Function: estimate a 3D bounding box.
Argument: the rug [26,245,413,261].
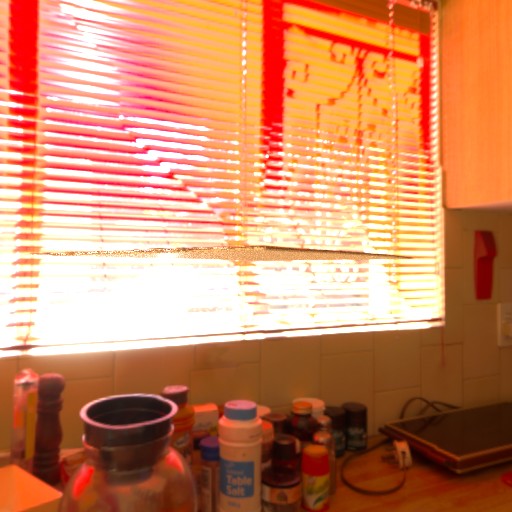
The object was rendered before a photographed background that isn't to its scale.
[{"bbox_3d":[0.000,0.000,3.242,1.664,0.029,2.615,-1,-2,35],"label":"rug"}]
